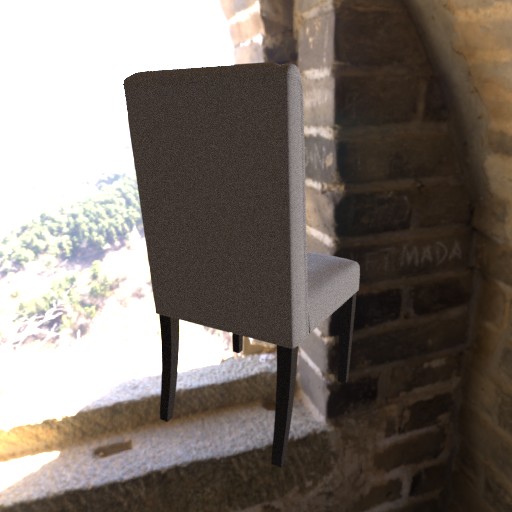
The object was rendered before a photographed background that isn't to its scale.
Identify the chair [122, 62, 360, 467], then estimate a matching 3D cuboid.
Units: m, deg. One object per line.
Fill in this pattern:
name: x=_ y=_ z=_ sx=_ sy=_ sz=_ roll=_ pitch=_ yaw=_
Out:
chair: x=0.000 y=0.000 z=1.276 sx=0.474 sy=0.961 sz=0.523 roll=9 pitch=19 yaw=28
